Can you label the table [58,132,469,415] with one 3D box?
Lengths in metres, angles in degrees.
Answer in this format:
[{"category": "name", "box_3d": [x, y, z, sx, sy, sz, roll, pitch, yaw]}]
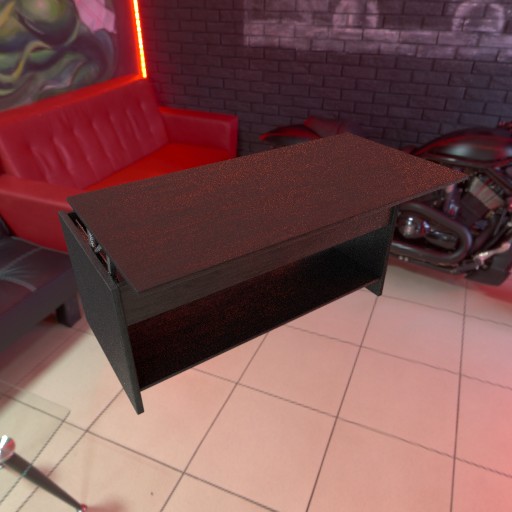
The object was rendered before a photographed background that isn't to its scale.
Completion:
[{"category": "table", "box_3d": [0.000, 0.000, 1.439, 1.000, 0.570, 0.712, -20, 37, -28]}]
